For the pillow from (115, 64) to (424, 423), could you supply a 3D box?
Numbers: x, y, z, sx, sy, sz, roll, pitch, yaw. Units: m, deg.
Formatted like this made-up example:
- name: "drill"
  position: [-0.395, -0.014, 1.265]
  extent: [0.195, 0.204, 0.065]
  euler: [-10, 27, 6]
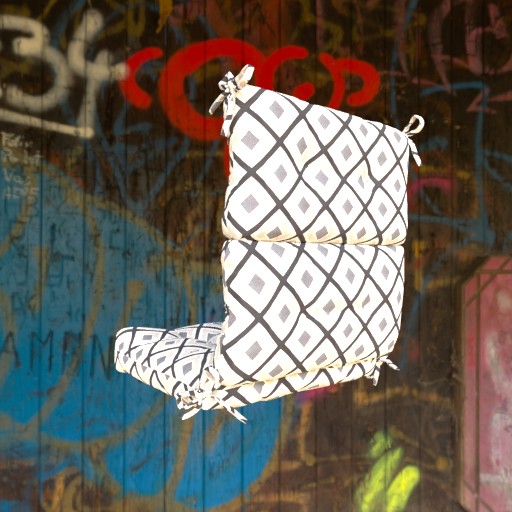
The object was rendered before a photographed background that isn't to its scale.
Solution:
- name: "pillow"
  position: [0.000, 0.000, 1.017]
  extent: [0.519, 0.605, 0.571]
  euler: [1, -1, -37]
